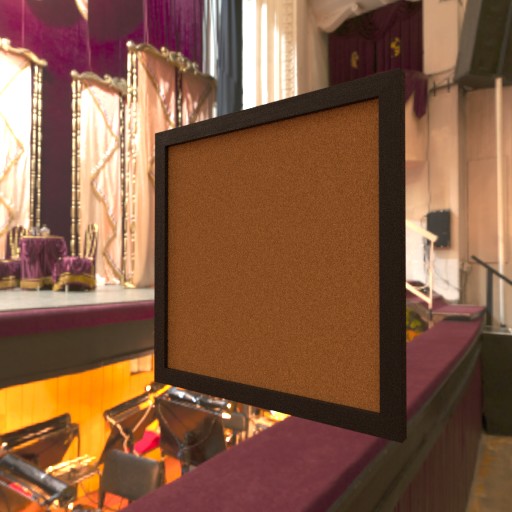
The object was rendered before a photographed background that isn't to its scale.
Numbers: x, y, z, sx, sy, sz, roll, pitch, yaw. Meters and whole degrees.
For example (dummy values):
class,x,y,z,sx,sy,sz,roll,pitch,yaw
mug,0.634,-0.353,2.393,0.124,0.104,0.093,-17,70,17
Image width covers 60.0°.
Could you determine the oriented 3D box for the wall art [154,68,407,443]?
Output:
class,x,y,z,sx,sy,sz,roll,pitch,yaw
wall art,0.000,0.000,1.521,1.016,1.016,0.038,-1,-1,37
